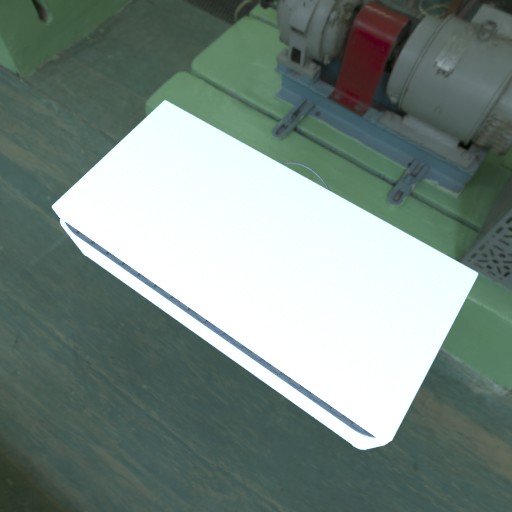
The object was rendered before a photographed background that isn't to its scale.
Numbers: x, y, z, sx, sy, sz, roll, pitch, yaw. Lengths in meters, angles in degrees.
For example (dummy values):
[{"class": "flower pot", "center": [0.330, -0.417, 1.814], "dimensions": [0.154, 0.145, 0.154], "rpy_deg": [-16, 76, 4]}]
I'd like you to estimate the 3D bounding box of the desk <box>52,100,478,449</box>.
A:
[{"class": "desk", "center": [0.000, 0.000, 2.240], "dimensions": [1.900, 0.526, 0.900], "rpy_deg": [32, 68, 15]}]
